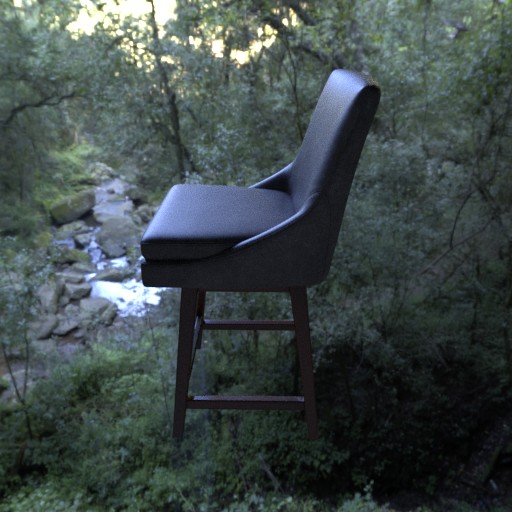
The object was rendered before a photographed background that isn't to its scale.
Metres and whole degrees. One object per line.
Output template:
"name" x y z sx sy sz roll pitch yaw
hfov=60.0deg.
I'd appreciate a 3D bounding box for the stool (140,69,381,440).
"stool" 0.000 0.000 1.368 0.587 1.046 0.492 0 27 1
